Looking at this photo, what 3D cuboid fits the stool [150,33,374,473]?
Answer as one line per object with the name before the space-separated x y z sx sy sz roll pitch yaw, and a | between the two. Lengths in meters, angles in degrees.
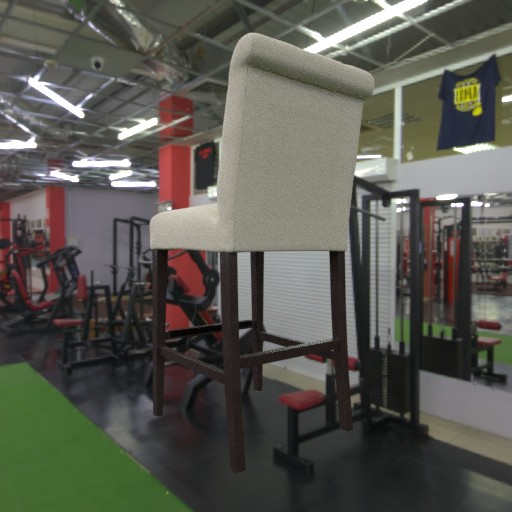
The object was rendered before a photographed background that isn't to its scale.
stool | 0.000 0.000 1.438 0.482 1.118 0.610 -1 2 -37
